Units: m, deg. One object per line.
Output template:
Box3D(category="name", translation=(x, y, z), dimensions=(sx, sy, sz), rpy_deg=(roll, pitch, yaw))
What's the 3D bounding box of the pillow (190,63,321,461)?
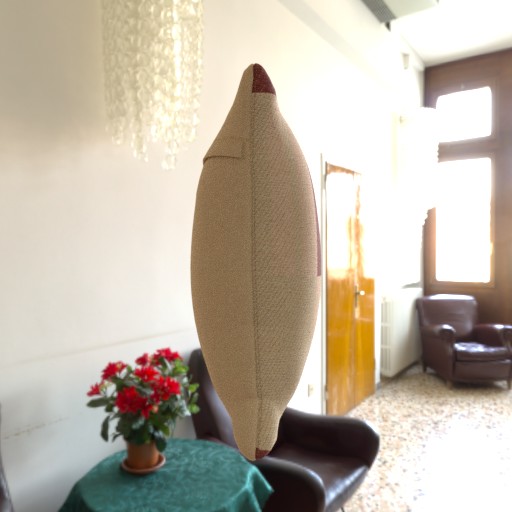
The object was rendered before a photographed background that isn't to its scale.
Box3D(category="pillow", translation=(0.000, 0.000, 0.806), dimensions=(0.229, 0.506, 0.536), rpy_deg=(0, 0, 0))
